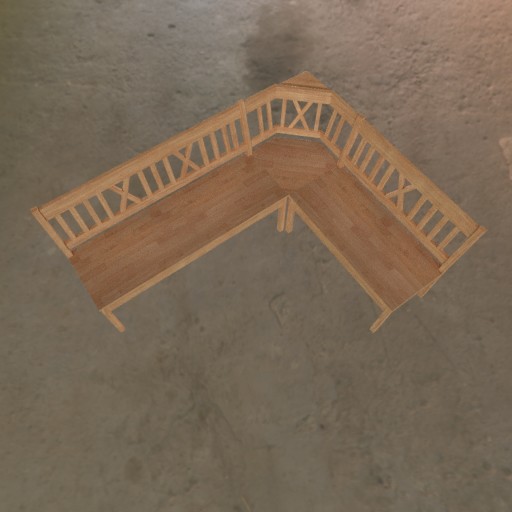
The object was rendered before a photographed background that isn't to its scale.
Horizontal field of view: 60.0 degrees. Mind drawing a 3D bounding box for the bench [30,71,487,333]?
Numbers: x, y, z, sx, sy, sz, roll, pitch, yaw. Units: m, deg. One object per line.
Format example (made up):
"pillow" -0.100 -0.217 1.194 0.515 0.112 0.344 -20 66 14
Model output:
"bench" 0.000 0.000 2.793 1.937 0.902 1.537 -33 68 -15
